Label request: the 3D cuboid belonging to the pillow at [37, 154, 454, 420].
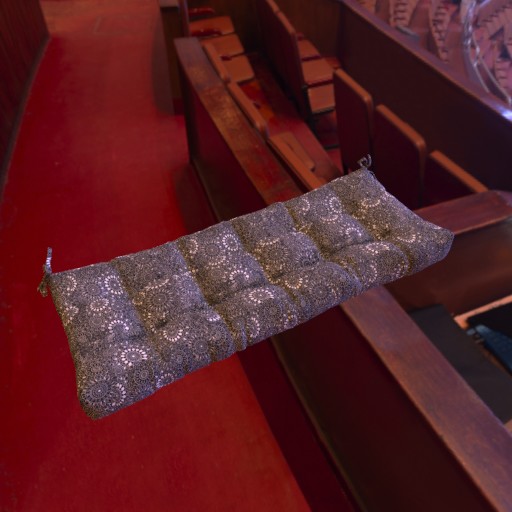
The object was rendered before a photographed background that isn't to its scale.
[{"bbox_3d":[0.000,0.000,1.317,1.194,0.174,0.511,-21,49,-20],"label":"pillow"}]
